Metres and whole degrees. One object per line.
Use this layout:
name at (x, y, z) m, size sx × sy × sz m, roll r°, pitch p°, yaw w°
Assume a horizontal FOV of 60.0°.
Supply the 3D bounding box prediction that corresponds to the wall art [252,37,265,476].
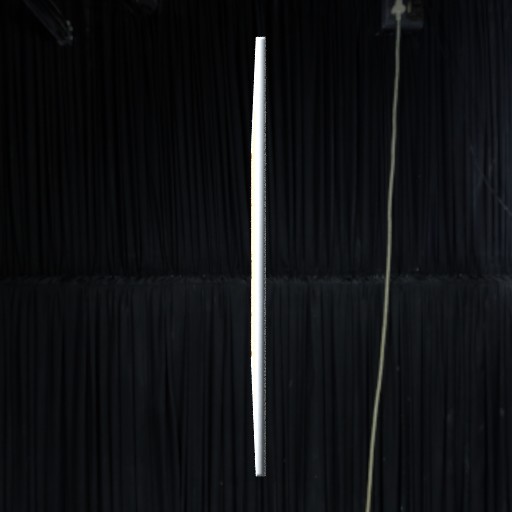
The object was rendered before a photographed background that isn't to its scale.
wall art at (0.000, 0.000, 0.880) m, size 0.013 × 0.584 × 0.584 m, roll 0°, pitch 0°, yaw -1°
